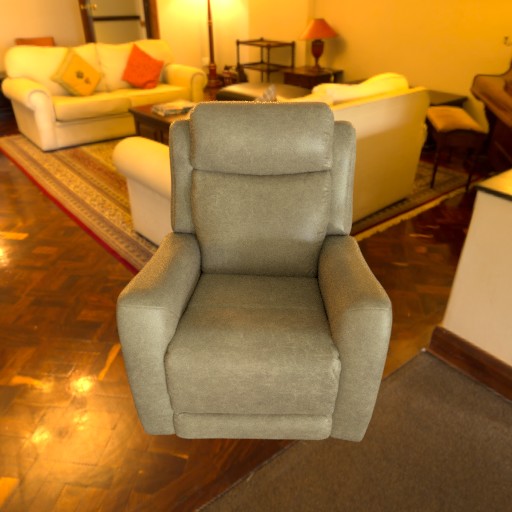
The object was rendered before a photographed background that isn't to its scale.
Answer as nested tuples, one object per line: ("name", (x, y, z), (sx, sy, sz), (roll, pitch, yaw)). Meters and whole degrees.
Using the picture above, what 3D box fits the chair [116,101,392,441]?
("chair", (0.000, 0.000, 1.913), (0.967, 1.116, 1.068), (1, 30, 2))
